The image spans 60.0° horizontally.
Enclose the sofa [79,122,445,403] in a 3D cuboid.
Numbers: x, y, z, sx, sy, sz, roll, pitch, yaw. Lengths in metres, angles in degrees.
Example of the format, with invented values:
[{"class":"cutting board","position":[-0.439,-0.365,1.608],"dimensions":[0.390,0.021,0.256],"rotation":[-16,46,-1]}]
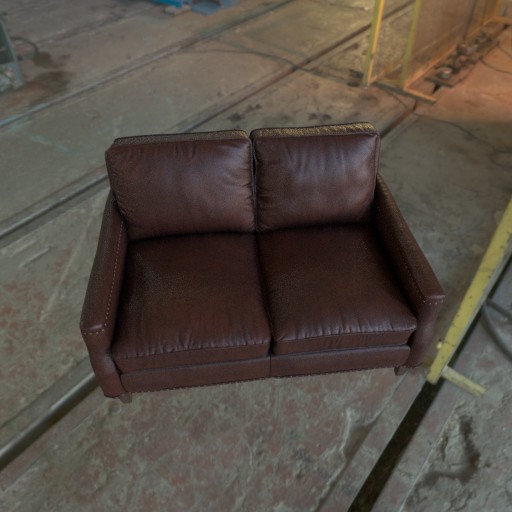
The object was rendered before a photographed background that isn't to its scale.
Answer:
[{"class":"sofa","position":[0.000,0.000,2.303],"dimensions":[1.628,1.003,1.083],"rotation":[-4,47,-4]}]
